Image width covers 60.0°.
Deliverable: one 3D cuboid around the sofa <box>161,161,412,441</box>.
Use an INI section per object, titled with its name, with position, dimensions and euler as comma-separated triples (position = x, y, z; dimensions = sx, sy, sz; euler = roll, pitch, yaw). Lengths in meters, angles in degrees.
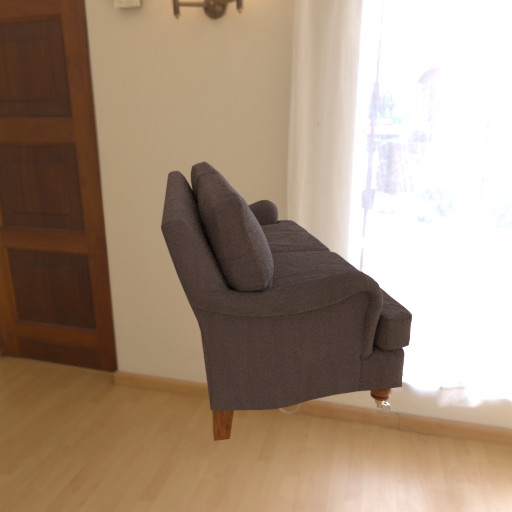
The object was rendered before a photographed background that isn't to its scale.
[sofa]
position = 0.000, 0.000, 2.839
dimensions = 1.086, 1.087, 2.165
euler = -3, 16, -10
